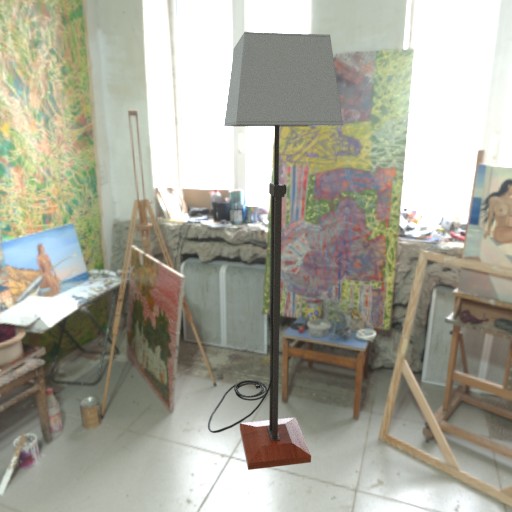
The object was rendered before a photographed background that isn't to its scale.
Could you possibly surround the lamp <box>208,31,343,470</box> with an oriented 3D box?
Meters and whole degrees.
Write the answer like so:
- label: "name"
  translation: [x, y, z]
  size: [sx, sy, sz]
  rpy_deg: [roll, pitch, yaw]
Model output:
- label: "lamp"
  translation: [0.000, 0.000, 1.950]
  size: [0.472, 1.712, 0.745]
  rpy_deg: [-2, 16, -9]
